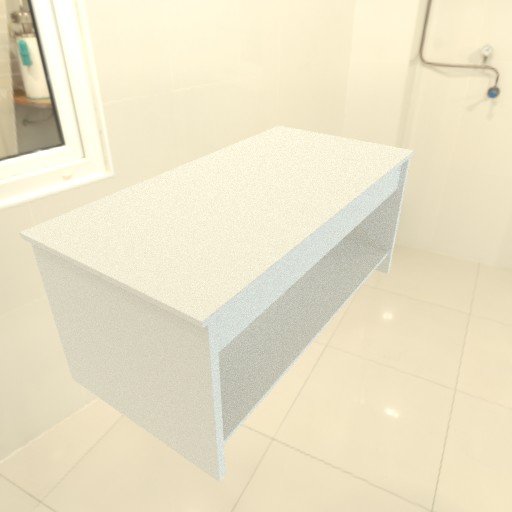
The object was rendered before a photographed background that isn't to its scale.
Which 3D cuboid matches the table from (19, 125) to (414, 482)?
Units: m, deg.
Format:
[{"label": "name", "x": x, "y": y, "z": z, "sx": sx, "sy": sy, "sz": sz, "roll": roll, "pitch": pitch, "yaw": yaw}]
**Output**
[{"label": "table", "x": 0.000, "y": 0.000, "z": 1.260, "sx": 0.500, "sy": 0.441, "sz": 1.000, "roll": 20, "pitch": 37, "yaw": 29}]
